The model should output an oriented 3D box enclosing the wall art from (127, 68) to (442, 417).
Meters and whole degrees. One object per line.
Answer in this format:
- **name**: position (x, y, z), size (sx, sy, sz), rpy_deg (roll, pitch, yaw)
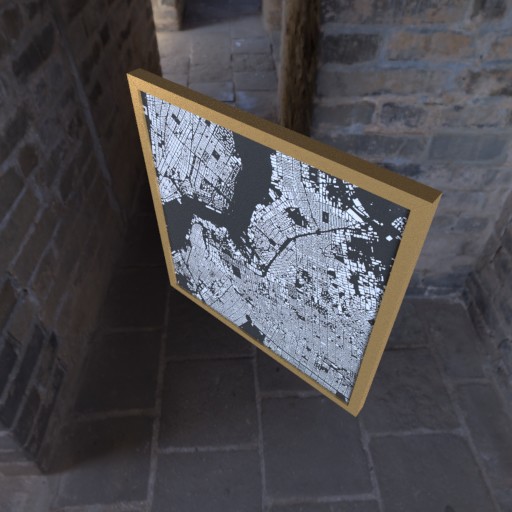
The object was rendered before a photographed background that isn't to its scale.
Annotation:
- **wall art**: position (0.000, 0.000, 2.923), size (1.926, 1.926, 0.099), rpy_deg (31, 53, 27)
